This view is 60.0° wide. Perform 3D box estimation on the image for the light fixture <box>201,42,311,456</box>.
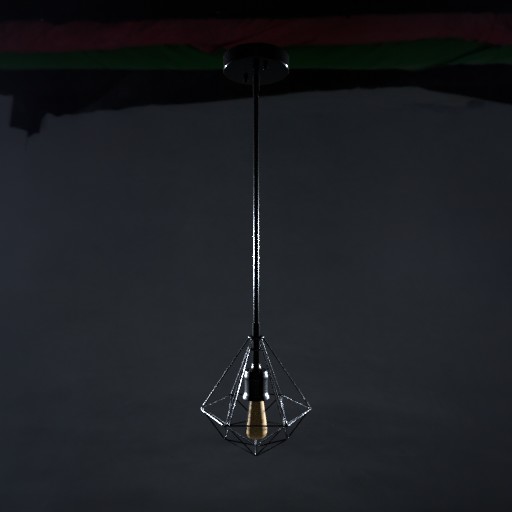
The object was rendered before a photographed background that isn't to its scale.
[{"bbox_3d":[0.000,0.000,1.969,0.487,1.764,0.431,0,-1,0],"label":"light fixture"}]
